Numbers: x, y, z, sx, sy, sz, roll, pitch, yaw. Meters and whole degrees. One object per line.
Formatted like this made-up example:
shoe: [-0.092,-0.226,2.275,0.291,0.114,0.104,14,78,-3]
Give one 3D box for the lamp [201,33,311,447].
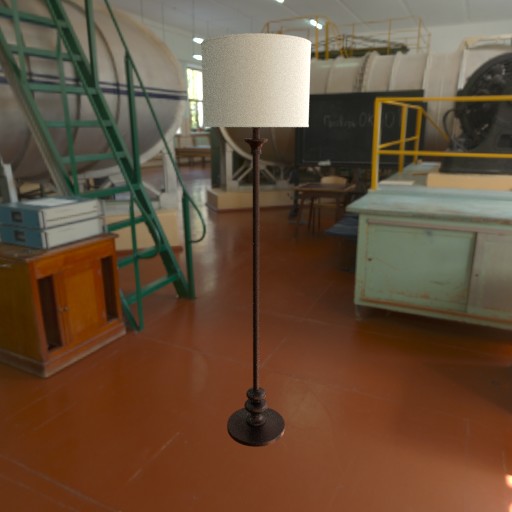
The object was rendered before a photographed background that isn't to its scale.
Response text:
lamp: [0.000,0.000,1.643,0.356,1.487,0.356,-9,19,-28]
